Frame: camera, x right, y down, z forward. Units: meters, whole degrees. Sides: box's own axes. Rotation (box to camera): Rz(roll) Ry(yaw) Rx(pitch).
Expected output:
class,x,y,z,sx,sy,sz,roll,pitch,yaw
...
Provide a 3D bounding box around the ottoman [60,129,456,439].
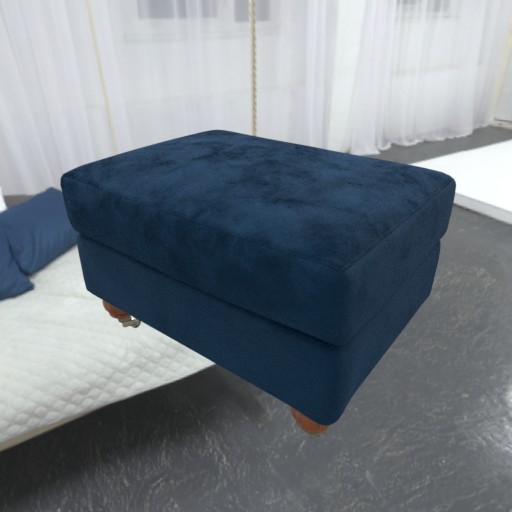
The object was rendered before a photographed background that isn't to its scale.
class,x,y,z,sx,sy,sz,roll,pitch,yaw
ottoman,0.000,0.000,1.118,0.773,0.503,0.572,20,35,32
